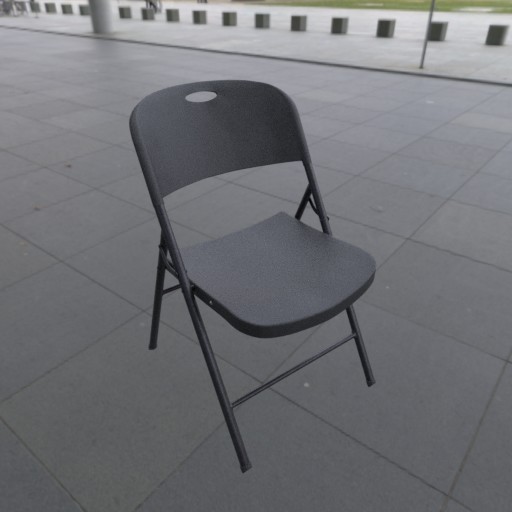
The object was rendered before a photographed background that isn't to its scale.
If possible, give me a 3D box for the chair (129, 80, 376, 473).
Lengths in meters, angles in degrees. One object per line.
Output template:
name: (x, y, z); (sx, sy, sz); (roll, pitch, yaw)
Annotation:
chair: (0.000, 0.000, 1.196); (0.494, 0.810, 0.567); (-21, 37, -30)
